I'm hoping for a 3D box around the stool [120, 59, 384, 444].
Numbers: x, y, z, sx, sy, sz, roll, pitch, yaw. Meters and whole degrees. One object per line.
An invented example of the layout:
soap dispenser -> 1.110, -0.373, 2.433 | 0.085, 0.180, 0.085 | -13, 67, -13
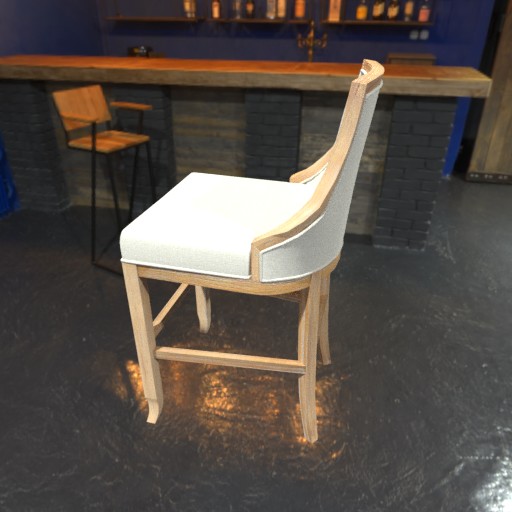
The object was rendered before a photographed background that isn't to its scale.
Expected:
stool -> 0.000, 0.000, 1.381 | 0.626, 1.101, 0.524 | 7, 30, 13
